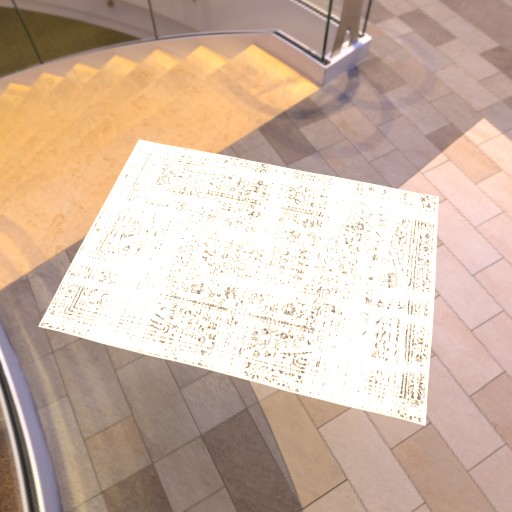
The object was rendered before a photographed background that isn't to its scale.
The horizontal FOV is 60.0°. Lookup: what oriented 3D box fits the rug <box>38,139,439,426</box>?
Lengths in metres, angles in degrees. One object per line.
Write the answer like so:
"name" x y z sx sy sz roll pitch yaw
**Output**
"rug" 0.000 0.000 3.084 2.438 0.026 1.706 12 60 7
